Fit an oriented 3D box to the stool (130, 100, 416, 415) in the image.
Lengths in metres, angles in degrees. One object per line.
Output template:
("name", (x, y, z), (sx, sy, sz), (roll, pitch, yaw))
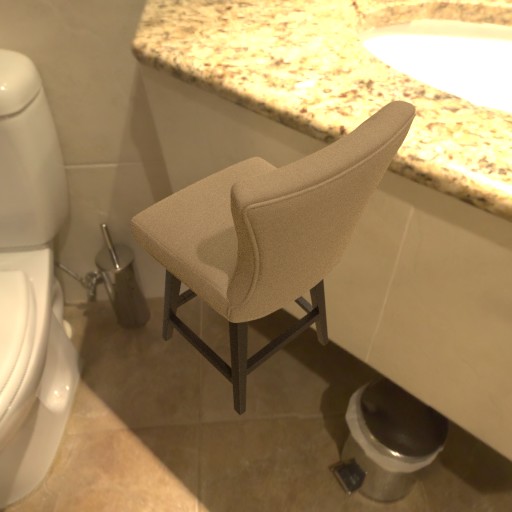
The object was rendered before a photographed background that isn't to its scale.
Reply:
("stool", (0.000, 0.000, 1.332), (0.514, 1.000, 0.574), (-32, 54, -27))
